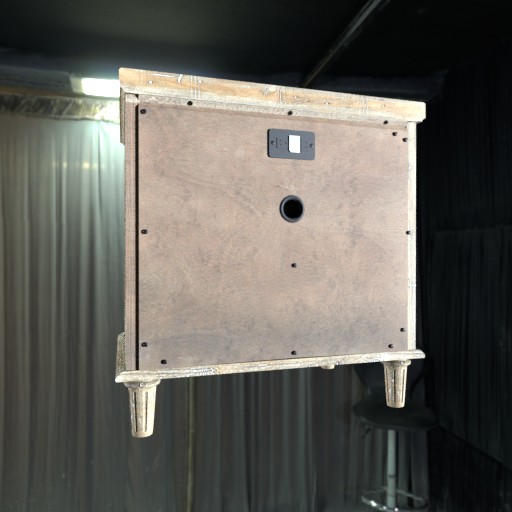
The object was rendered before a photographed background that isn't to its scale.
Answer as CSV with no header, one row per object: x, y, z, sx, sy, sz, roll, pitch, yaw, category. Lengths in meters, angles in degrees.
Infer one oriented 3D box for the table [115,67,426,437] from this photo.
0.000,0.000,1.143,0.686,0.711,0.457,0,0,-17,table
